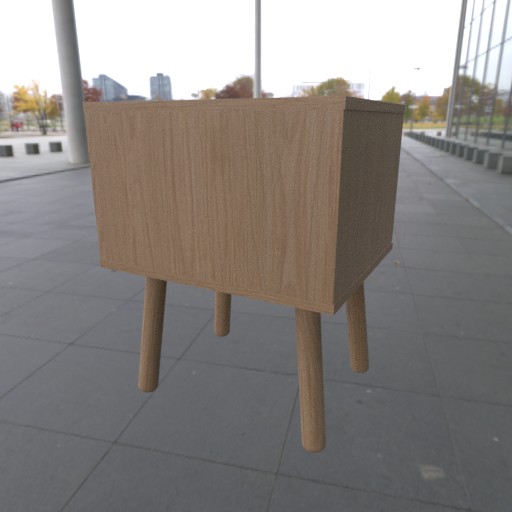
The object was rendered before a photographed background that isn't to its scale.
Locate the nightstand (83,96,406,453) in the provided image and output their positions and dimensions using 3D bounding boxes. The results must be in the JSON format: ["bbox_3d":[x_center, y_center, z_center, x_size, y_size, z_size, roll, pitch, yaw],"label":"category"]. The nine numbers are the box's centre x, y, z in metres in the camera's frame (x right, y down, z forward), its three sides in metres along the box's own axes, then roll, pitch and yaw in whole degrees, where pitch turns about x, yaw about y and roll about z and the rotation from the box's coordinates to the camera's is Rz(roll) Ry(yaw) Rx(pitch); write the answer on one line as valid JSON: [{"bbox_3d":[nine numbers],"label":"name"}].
[{"bbox_3d":[0.000,0.000,0.878,0.450,0.571,0.380,9,19,27],"label":"nightstand"}]
